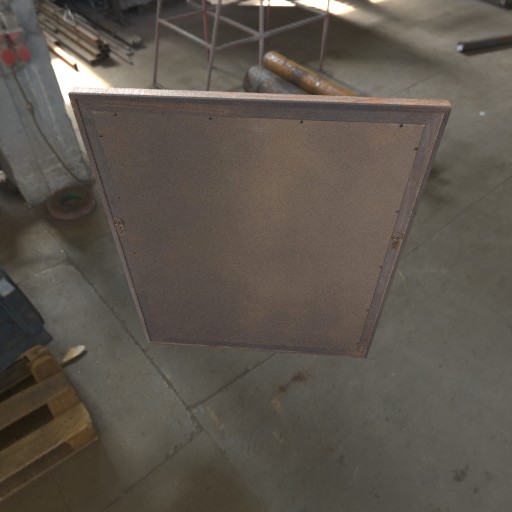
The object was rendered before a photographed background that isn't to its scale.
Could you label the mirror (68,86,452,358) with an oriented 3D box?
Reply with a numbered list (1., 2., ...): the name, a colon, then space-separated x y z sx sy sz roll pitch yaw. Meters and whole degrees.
1. mirror: 0.000 0.000 1.169 0.730 0.882 0.032 3 46 3
